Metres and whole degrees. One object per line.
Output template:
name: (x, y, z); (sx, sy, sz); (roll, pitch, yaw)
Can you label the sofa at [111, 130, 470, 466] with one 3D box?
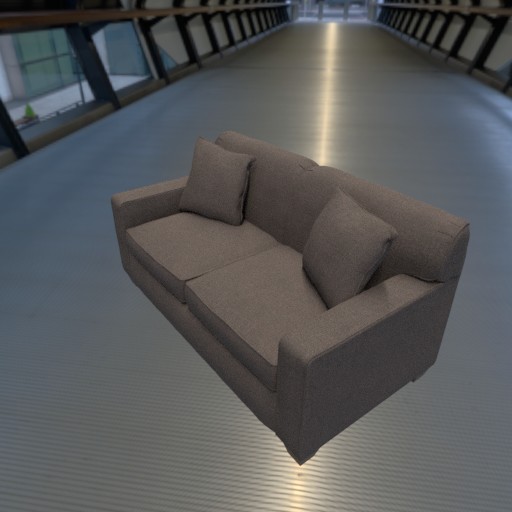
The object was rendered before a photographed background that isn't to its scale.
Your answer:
sofa: (0.000, 0.000, 2.477); (1.000, 0.958, 1.846); (-21, 37, -31)
